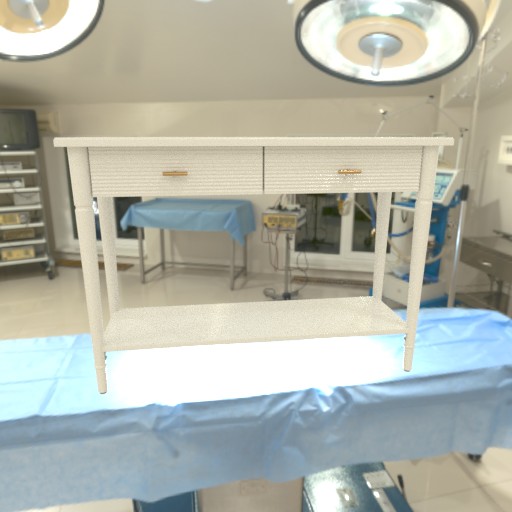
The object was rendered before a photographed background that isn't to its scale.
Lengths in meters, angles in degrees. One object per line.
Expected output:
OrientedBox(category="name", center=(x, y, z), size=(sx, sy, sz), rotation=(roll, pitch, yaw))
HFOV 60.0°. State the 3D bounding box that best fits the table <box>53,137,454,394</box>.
OrientedBox(category="table", center=(0.000, 0.000, 1.447), size=(1.067, 0.749, 0.381), rotation=(-2, 15, -7))
